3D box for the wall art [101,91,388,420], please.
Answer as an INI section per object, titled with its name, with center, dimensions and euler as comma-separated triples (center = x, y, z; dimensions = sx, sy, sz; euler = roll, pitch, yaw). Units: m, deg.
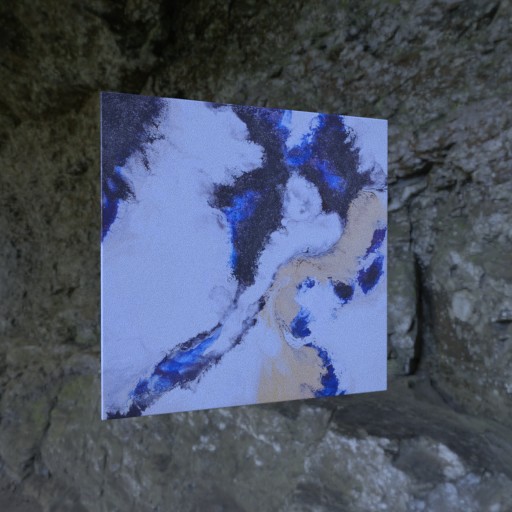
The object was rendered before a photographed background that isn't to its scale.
[wall art]
center = 0.000, 0.000, 0.924
dimensions = 0.609, 0.609, 0.039
euler = 0, 1, -17
